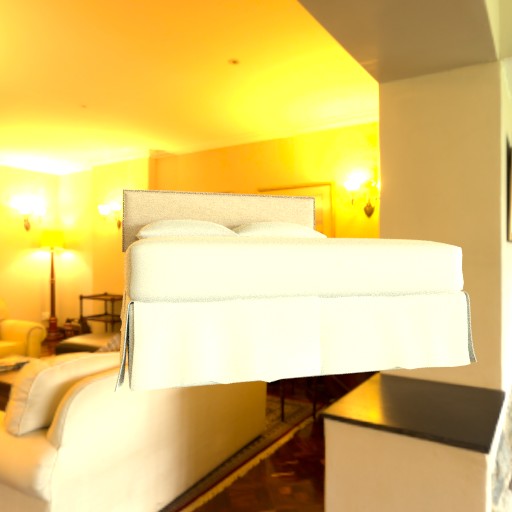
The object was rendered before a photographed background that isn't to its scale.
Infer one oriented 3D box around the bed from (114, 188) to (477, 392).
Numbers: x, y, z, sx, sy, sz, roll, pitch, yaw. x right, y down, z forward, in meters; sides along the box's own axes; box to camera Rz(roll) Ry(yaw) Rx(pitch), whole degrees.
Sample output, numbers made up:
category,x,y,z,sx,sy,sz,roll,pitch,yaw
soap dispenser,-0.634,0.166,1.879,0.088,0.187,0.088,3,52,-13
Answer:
category,x,y,z,sx,sy,sz,roll,pitch,yaw
bed,0.000,0.000,2.707,1.616,1.016,1.876,0,0,-17
